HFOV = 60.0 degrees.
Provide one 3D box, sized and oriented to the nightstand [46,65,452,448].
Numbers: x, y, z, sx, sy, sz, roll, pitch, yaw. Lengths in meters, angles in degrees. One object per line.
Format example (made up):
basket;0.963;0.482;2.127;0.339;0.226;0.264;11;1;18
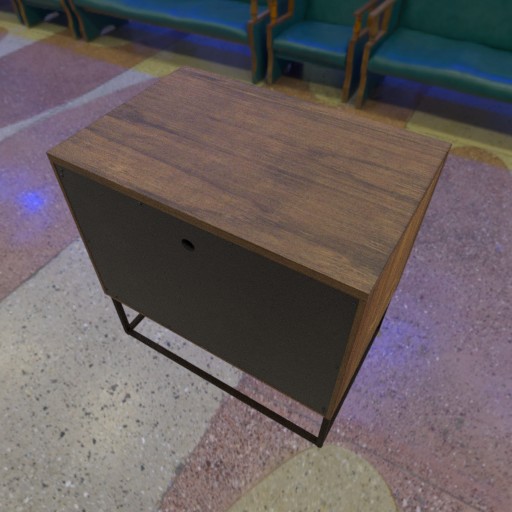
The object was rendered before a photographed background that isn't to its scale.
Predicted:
nightstand;0.000;0.000;1.030;0.610;0.610;0.437;24;52;20
